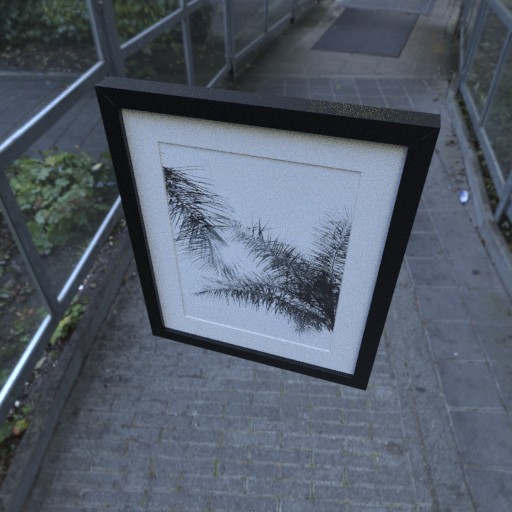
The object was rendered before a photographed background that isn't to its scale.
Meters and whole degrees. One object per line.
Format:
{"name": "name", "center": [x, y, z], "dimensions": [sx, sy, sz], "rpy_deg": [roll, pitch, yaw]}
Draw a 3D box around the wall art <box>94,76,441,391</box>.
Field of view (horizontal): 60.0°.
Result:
{"name": "wall art", "center": [0.000, 0.000, 0.532], "dimensions": [0.325, 0.380, 0.028], "rpy_deg": [12, 42, 13]}
